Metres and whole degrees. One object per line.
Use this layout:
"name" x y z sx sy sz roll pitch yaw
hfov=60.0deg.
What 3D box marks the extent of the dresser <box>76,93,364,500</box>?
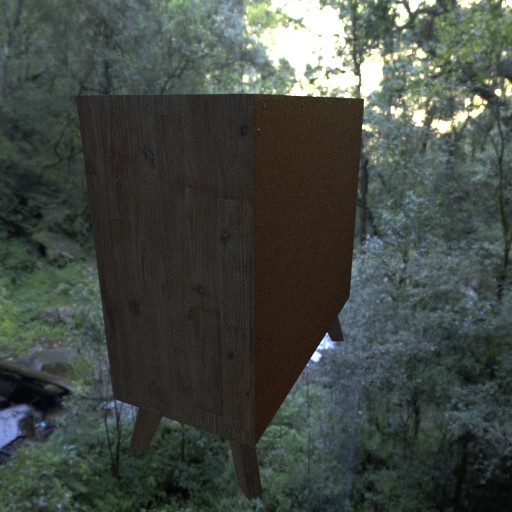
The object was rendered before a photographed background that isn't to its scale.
"dresser" 0.000 0.000 1.526 0.455 1.029 0.998 9 21 23
